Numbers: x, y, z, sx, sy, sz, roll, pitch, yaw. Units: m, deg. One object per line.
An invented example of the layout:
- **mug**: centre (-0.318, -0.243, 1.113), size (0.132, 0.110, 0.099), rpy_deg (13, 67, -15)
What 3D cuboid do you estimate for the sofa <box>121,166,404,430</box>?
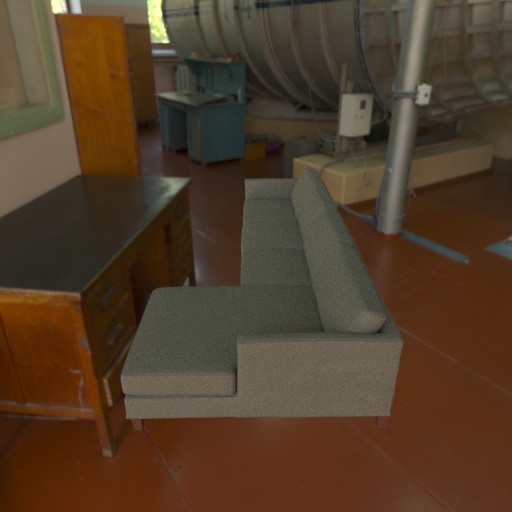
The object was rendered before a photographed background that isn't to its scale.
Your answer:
- **sofa**: centre (0.000, 0.000, 3.962), size (1.625, 0.861, 3.186), rpy_deg (0, 26, -1)
